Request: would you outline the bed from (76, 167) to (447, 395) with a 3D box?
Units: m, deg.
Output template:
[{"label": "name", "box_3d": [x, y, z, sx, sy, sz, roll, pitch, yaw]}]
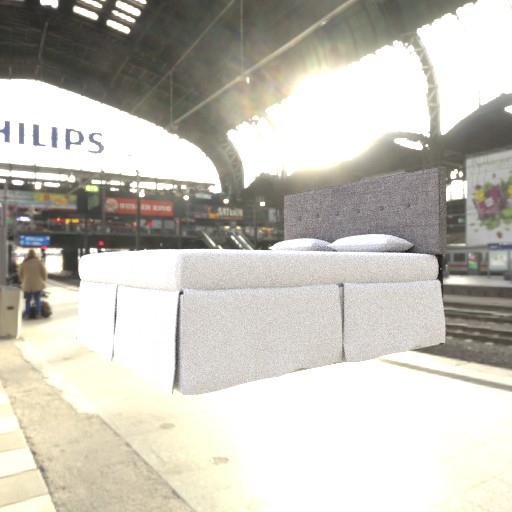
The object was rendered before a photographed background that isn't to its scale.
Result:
[{"label": "bed", "box_3d": [0.000, 0.000, 2.967, 1.958, 1.168, 1.621, 1, -1, -36]}]
